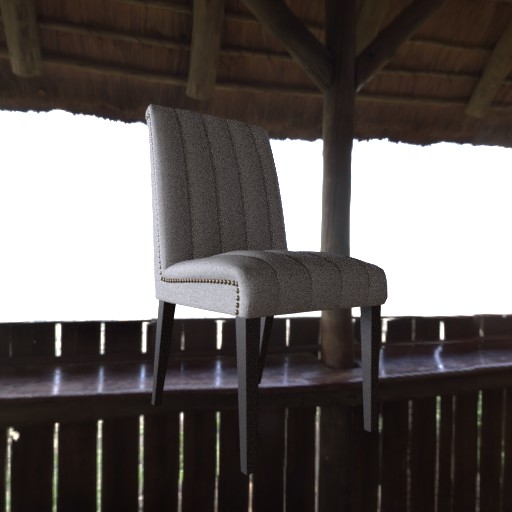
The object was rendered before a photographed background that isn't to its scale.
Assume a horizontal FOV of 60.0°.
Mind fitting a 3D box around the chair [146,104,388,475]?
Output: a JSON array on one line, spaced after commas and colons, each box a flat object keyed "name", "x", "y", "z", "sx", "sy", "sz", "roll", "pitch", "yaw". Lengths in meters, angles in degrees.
[{"name": "chair", "x": 0.000, "y": 0.000, "z": 1.383, "sx": 0.511, "sy": 1.016, "sz": 0.647, "roll": 0, "pitch": 0, "yaw": -35}]
